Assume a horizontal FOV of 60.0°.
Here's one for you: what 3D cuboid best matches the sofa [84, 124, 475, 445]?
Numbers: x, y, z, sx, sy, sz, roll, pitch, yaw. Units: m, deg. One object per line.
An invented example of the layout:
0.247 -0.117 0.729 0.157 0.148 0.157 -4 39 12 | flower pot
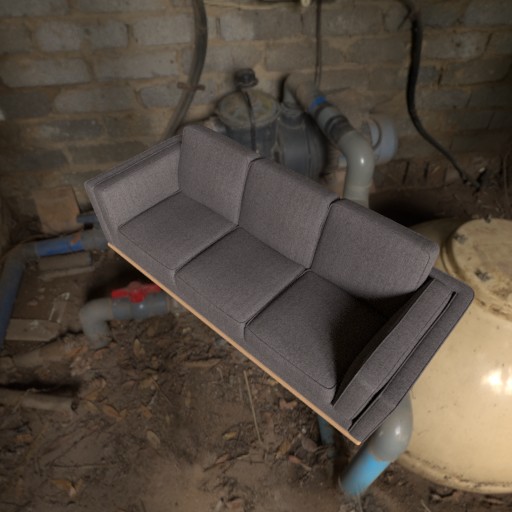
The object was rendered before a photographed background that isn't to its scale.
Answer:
0.000 0.000 2.793 2.362 0.899 0.903 33 54 28 | sofa
